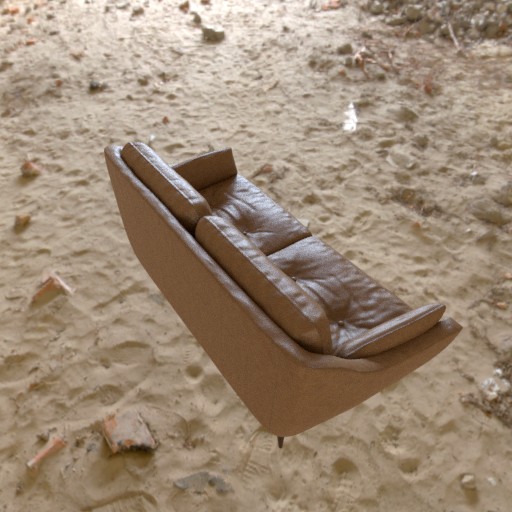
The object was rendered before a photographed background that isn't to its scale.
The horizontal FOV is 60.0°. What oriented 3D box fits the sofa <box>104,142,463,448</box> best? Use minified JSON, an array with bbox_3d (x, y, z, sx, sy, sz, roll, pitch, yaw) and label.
[{"bbox_3d":[0.000,0.000,2.342,0.904,0.839,1.902,-25,47,-25],"label":"sofa"}]
